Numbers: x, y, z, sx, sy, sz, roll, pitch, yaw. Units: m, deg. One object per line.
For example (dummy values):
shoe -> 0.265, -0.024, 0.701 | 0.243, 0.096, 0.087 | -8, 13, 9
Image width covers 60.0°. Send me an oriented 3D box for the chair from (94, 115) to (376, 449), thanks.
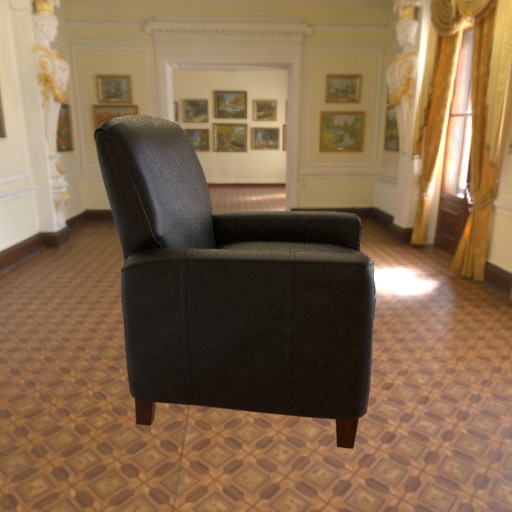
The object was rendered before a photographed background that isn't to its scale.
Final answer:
chair -> 0.000, 0.000, 1.661 | 0.864, 1.014, 0.848 | 3, 15, 9
